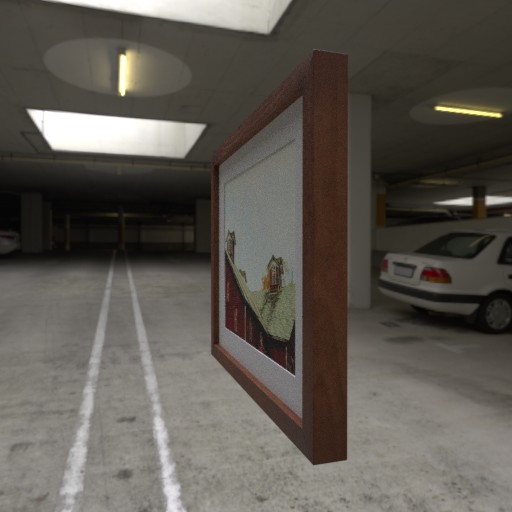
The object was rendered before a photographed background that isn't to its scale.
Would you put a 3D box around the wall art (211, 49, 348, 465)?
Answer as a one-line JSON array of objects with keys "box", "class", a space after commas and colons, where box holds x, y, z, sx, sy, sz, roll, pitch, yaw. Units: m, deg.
[{"box": [0.000, 0.000, 0.545, 0.030, 0.328, 0.401, 0, 1, -17], "class": "wall art"}]
